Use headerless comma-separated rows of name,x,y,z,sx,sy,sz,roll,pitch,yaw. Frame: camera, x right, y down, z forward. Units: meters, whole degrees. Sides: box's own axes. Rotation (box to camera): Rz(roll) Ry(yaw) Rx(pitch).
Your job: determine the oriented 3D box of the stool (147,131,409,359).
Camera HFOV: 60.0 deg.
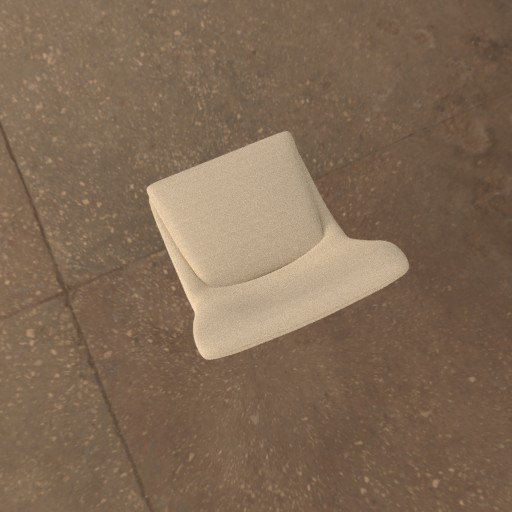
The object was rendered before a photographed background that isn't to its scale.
stool,0.000,0.000,1.403,0.483,1.093,0.559,-23,77,-6
